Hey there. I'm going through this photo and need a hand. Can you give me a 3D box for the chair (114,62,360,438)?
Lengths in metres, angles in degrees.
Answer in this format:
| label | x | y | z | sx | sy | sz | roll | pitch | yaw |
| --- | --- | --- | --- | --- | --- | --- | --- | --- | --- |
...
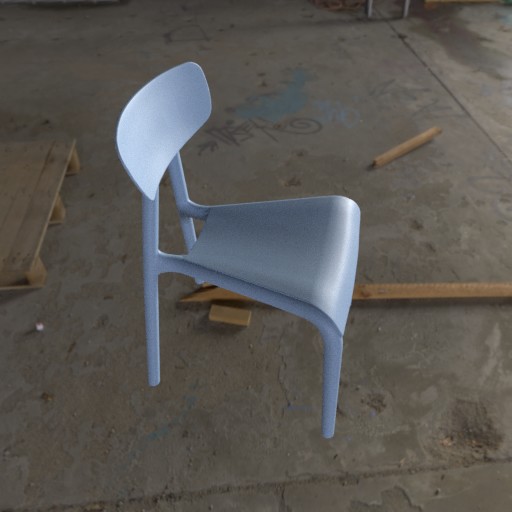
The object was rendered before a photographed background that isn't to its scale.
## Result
| label | x | y | z | sx | sy | sz | roll | pitch | yaw |
| --- | --- | --- | --- | --- | --- | --- | --- | --- | --- |
| chair | 0.000 | 0.000 | 0.815 | 0.401 | 0.580 | 0.356 | 10 | 47 | 10 |
